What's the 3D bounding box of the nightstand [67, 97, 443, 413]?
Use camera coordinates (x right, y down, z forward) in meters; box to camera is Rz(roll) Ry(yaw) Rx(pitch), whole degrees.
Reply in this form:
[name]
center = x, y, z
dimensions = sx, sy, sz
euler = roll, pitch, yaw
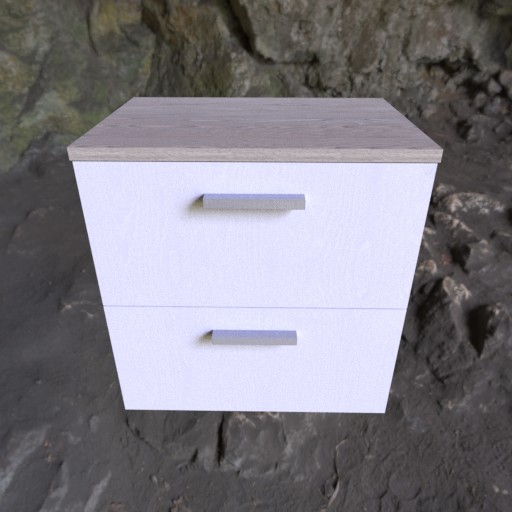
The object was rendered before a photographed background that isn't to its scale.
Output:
[nightstand]
center = 0.000, 0.000, 0.761
dimensions = 0.442, 0.461, 0.325
euler = 0, 30, 1
